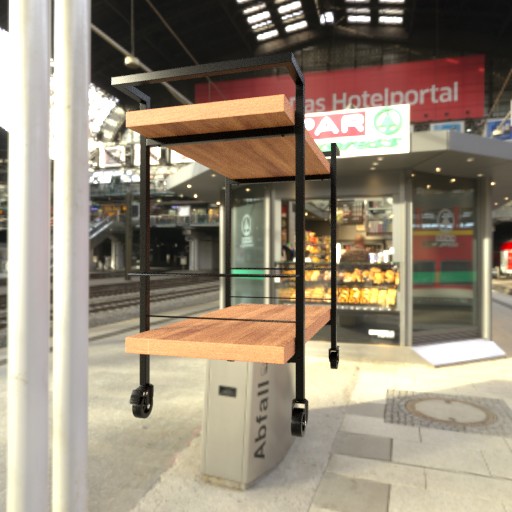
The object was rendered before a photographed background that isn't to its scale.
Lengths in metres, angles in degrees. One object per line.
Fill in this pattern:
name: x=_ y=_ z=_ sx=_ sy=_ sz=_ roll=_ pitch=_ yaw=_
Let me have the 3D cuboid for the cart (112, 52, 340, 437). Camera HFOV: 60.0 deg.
cart: x=0.000 y=0.000 z=1.274 sx=0.406 sy=0.762 sz=0.806 roll=0 pitch=0 yaw=17
